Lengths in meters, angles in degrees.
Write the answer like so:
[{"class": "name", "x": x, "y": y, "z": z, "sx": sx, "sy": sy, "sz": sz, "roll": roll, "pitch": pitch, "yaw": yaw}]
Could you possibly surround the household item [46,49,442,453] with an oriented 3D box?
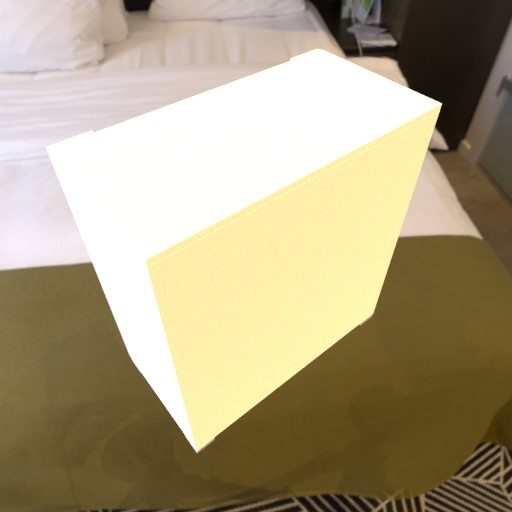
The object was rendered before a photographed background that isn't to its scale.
[{"class": "household item", "x": 0.000, "y": 0.000, "z": 1.311, "sx": 0.800, "sy": 0.870, "sz": 0.420, "roll": -31, "pitch": 54, "yaw": -26}]
